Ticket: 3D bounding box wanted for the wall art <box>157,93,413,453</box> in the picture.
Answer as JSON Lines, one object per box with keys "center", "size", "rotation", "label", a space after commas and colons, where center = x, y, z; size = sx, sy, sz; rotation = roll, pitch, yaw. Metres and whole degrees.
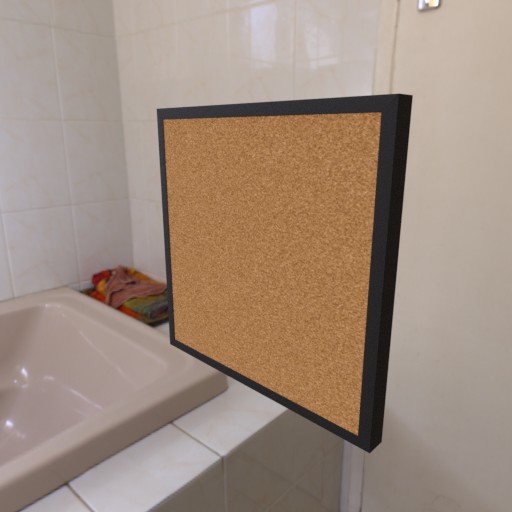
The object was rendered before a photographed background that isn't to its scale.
{"center": [0.000, 0.000, 0.772], "size": [0.506, 0.503, 0.036], "rotation": [15, 21, 42], "label": "wall art"}
